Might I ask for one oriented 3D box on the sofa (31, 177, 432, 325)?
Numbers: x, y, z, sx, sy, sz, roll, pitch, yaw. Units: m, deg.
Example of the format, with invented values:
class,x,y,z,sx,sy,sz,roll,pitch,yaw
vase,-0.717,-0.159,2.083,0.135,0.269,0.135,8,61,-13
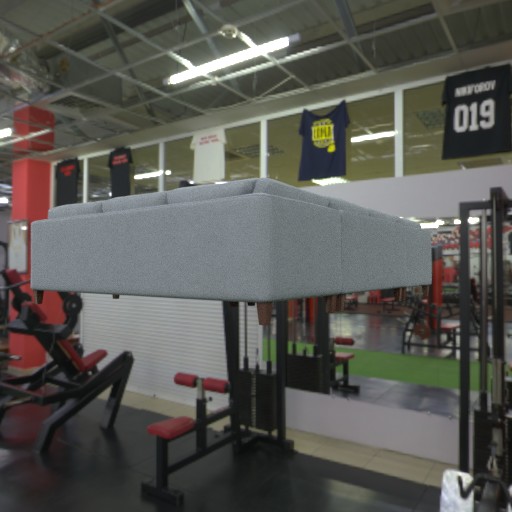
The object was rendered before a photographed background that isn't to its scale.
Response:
class,x,y,z,sx,sy,sz,roll,pitch,yaw
sofa,0.000,0.000,4.373,2.551,0.853,3.238,-1,-2,36
